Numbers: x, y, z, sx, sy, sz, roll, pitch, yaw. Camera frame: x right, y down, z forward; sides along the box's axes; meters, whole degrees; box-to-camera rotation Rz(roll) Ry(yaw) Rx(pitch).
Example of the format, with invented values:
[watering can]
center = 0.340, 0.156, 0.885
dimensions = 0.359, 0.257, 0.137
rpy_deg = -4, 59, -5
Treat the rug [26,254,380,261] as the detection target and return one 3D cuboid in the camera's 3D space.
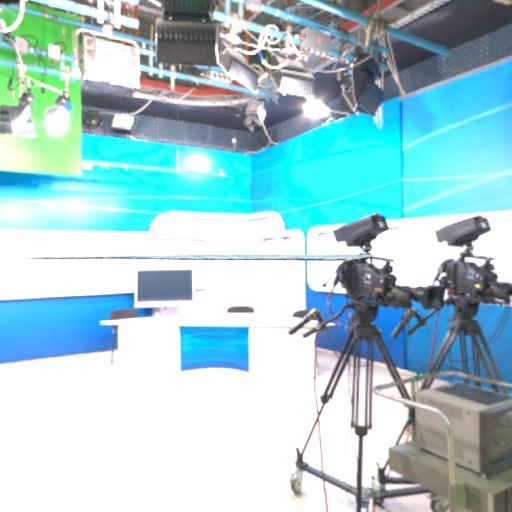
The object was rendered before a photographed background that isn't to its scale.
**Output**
[rug]
center = 0.000, 0.000, 3.050
dimensions = 1.520, 0.011, 2.447
rpy_deg = 0, 1, 19
